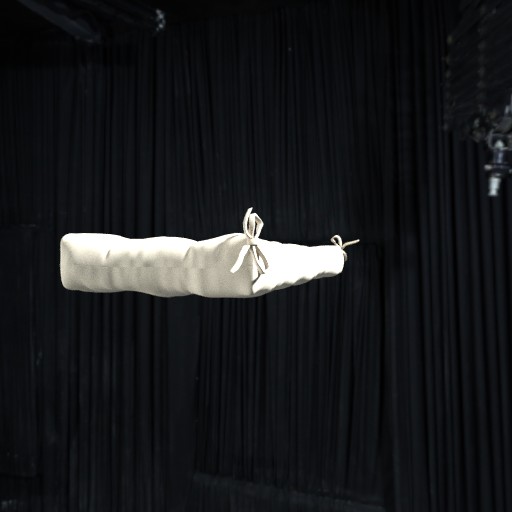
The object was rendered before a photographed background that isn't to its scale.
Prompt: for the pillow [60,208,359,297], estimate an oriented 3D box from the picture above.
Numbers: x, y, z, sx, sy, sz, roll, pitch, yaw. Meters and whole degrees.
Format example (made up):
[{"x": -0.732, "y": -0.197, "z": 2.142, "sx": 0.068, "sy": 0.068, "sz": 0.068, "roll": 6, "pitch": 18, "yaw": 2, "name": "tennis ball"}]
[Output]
[{"x": 0.000, "y": 0.000, "z": 1.359, "sx": 0.511, "sy": 0.174, "sz": 1.194, "roll": 0, "pitch": 0, "yaw": 19, "name": "pillow"}]
